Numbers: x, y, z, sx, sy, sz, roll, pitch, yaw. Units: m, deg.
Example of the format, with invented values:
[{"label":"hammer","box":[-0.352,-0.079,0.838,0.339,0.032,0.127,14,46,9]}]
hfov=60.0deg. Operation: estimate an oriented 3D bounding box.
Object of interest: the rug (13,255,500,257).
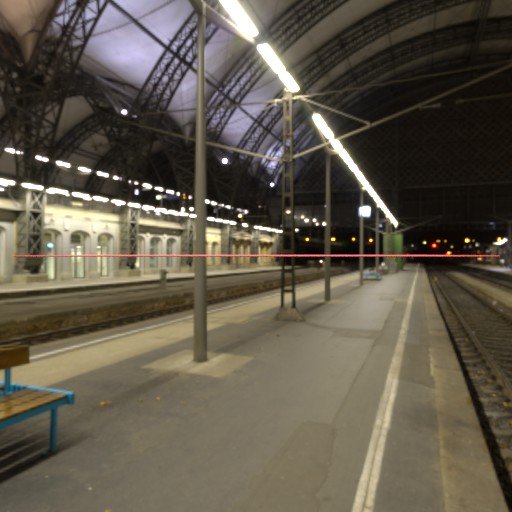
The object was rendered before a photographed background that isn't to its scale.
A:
[{"label":"rug","box":[0.000,0.000,2.969,2.423,0.010,1.534,0,0,-1]}]
